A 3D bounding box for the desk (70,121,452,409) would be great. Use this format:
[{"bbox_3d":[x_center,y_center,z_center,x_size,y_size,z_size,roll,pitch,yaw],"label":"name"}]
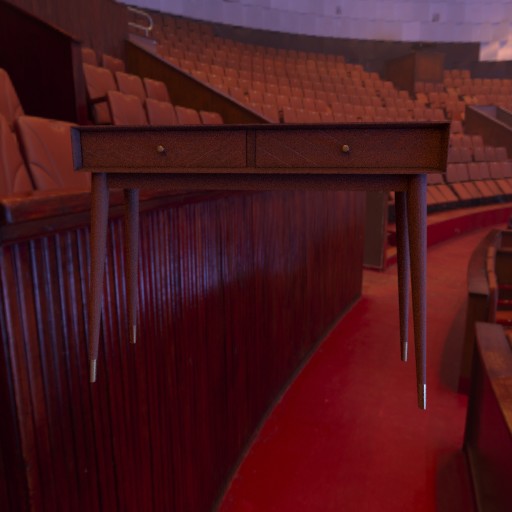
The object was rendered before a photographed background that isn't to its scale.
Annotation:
[{"bbox_3d":[0.000,0.000,1.642,1.204,0.917,0.384,2,12,9],"label":"desk"}]
